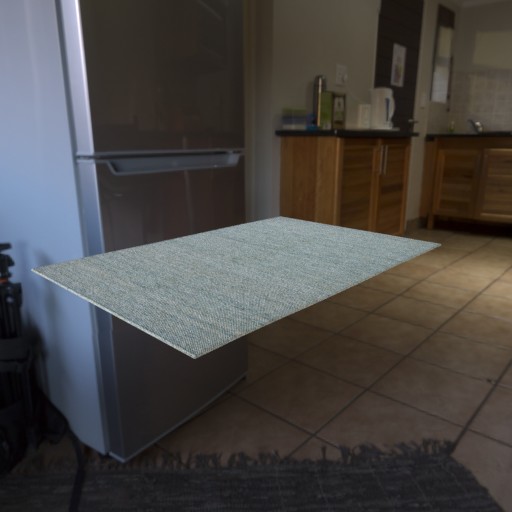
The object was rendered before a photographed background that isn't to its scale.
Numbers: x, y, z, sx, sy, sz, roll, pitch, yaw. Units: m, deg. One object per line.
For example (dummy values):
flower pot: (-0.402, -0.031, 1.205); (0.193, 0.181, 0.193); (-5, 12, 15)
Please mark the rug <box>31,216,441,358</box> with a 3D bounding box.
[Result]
rug: (0.000, 0.000, 2.931); (1.547, 0.013, 2.283); (15, 22, 41)
